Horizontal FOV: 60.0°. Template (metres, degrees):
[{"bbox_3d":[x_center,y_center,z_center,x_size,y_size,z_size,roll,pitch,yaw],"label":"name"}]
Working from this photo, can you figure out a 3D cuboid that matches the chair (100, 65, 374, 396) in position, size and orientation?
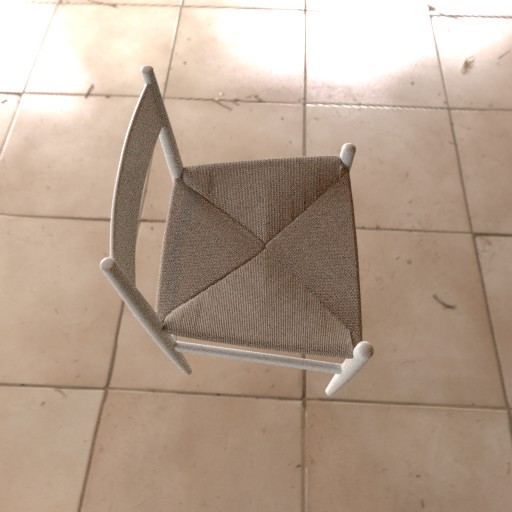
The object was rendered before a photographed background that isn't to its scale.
[{"bbox_3d":[0.000,0.000,1.110,0.495,0.762,0.556,2,63,1],"label":"chair"}]
